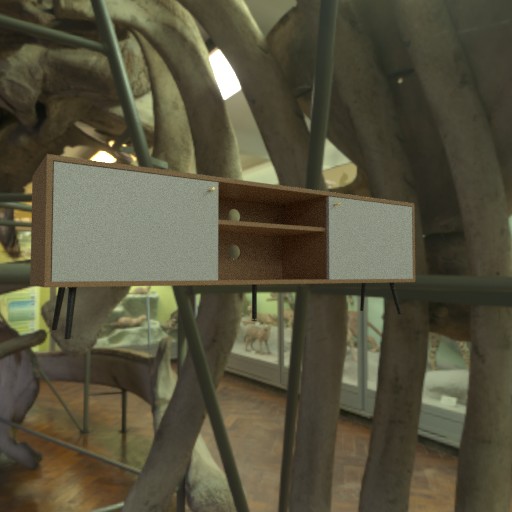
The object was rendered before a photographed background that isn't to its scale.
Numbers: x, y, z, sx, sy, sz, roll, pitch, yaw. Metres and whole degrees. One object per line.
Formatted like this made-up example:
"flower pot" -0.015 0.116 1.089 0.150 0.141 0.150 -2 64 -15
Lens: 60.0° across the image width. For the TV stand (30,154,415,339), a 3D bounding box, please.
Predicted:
"TV stand" 0.000 0.000 1.979 1.760 0.580 0.400 2 -3 -33
